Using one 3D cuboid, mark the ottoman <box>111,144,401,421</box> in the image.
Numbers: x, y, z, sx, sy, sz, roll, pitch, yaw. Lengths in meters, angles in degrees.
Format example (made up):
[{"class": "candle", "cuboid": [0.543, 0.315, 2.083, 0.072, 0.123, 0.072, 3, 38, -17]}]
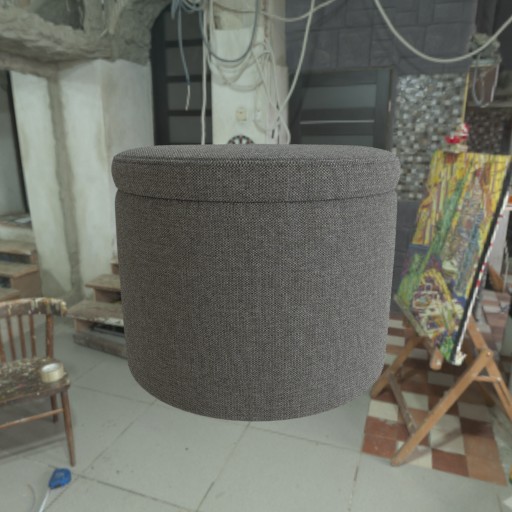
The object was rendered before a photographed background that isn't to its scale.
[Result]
[{"class": "ottoman", "cuboid": [0.000, 0.000, 0.876, 0.520, 0.430, 0.520, 0, 15, 0]}]
